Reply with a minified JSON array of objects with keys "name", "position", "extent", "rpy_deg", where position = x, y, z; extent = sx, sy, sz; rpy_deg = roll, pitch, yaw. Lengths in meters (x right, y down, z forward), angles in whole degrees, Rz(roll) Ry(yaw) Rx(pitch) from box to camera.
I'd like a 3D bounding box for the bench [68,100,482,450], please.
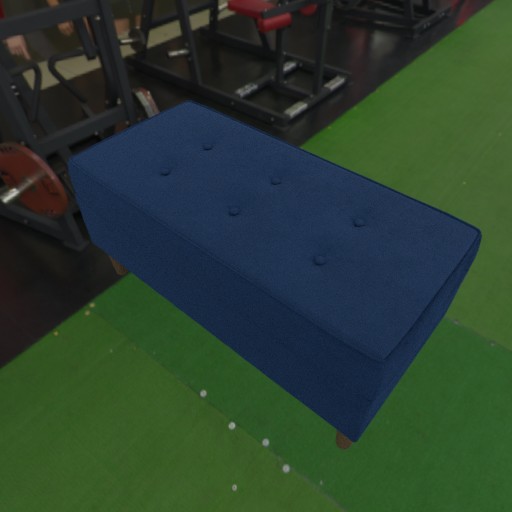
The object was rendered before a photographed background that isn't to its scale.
[{"name":"bench","position":[0.000,0.000,1.278],"extent":[1.010,0.467,0.489],"rpy_deg":[32,54,27]}]
